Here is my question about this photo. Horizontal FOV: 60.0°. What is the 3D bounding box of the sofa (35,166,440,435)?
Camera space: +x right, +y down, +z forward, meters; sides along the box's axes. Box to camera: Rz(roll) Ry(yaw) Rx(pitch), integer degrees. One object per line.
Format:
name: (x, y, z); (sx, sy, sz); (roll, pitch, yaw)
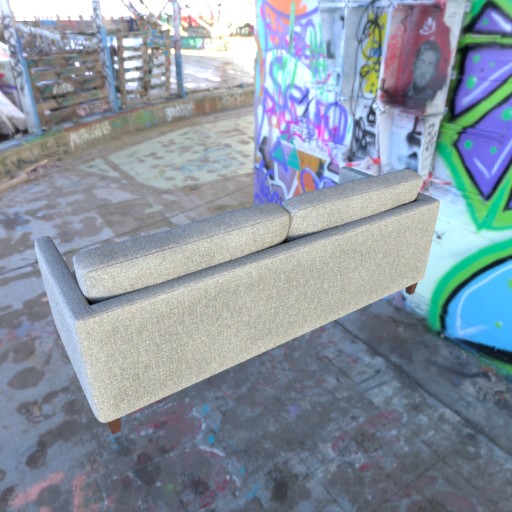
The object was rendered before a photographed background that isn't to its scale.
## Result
sofa: (0.000, 0.000, 2.873); (2.434, 0.951, 0.948); (-18, 34, -29)
